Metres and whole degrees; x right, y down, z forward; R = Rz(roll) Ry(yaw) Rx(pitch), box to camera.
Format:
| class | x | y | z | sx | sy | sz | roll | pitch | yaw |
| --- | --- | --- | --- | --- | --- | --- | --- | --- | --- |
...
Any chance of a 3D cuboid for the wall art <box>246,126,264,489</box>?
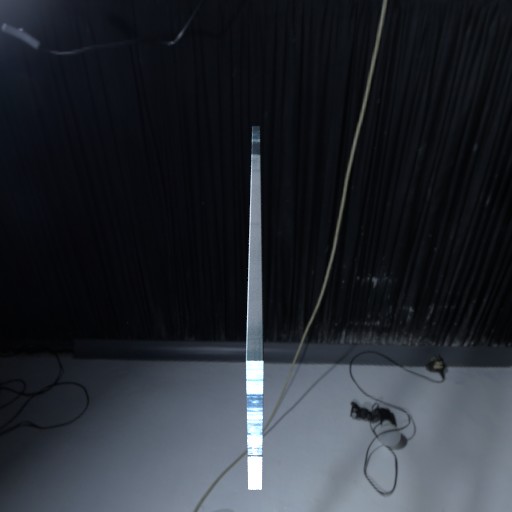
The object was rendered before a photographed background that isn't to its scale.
| class | x | y | z | sx | sy | sz | roll | pitch | yaw |
| --- | --- | --- | --- | --- | --- | --- | --- | --- | --- |
| wall art | 0.000 | 0.000 | 1.699 | 0.037 | 0.509 | 1.524 | 0 | 34 | 0 |
